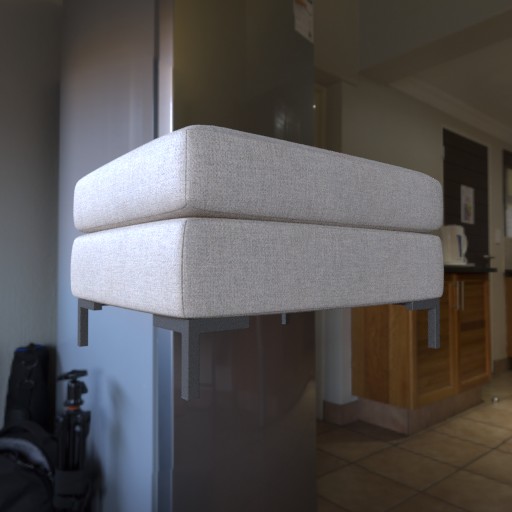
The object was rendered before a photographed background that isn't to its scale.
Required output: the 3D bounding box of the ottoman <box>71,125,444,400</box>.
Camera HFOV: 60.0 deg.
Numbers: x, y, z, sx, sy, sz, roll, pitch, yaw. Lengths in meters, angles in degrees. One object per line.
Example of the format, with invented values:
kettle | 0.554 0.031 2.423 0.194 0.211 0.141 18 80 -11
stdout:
ottoman | 0.000 0.000 1.206 0.820 0.490 0.671 1 -1 -38
